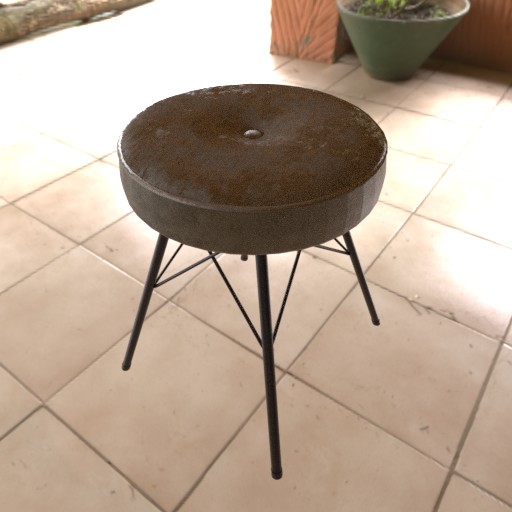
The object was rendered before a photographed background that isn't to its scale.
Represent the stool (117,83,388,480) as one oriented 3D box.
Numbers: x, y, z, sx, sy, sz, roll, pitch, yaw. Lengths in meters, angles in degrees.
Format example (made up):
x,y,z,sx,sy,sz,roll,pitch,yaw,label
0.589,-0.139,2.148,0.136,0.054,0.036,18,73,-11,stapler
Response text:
x,y,z,sx,sy,sz,roll,pitch,yaw,label
0.000,0.000,0.848,0.423,0.538,0.457,25,47,26,stool
